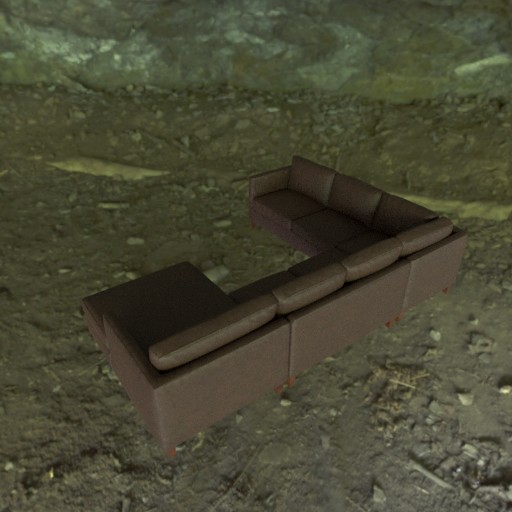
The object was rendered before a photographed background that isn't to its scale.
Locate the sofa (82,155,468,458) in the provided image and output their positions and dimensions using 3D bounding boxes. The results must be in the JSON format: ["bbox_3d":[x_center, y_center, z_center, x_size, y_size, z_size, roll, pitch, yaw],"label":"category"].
[{"bbox_3d":[0.000,0.000,4.581,3.460,0.923,2.593,-21,37,-30],"label":"sofa"}]
